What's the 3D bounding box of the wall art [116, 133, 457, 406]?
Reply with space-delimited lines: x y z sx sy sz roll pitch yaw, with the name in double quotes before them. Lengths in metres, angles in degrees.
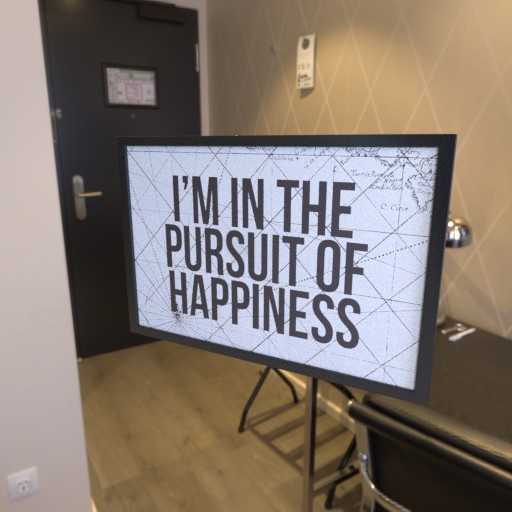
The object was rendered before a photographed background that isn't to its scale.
"wall art" 0.000 0.000 1.051 0.819 0.552 0.015 7 16 26
